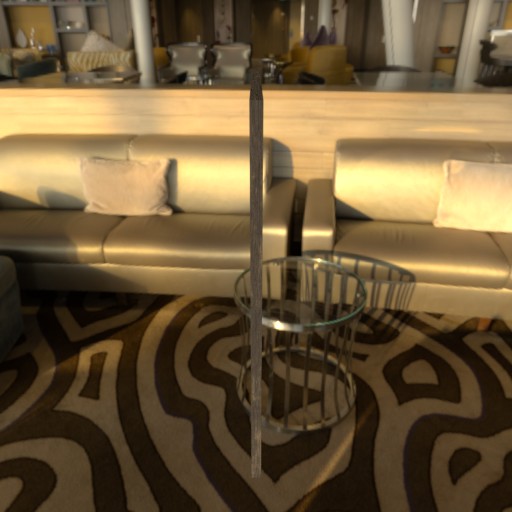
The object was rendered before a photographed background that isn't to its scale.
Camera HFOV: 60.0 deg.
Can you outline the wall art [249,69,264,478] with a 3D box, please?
[{"bbox_3d":[0.000,0.000,1.441,0.029,1.066,0.812,0,27,0],"label":"wall art"}]
